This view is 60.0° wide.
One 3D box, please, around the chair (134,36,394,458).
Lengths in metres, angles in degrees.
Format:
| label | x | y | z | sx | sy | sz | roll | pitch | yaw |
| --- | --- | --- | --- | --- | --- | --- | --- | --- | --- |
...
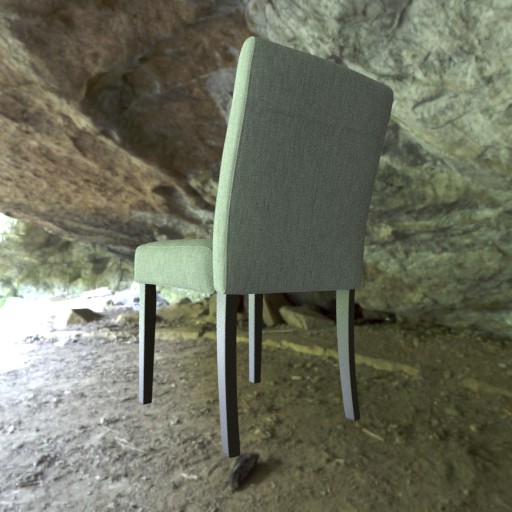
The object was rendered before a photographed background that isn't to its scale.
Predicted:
| label | x | y | z | sx | sy | sz | roll | pitch | yaw |
| --- | --- | --- | --- | --- | --- | --- | --- | --- | --- |
| chair | 0.000 | 0.000 | 1.235 | 0.487 | 0.884 | 0.629 | 1 | -2 | -36 |
